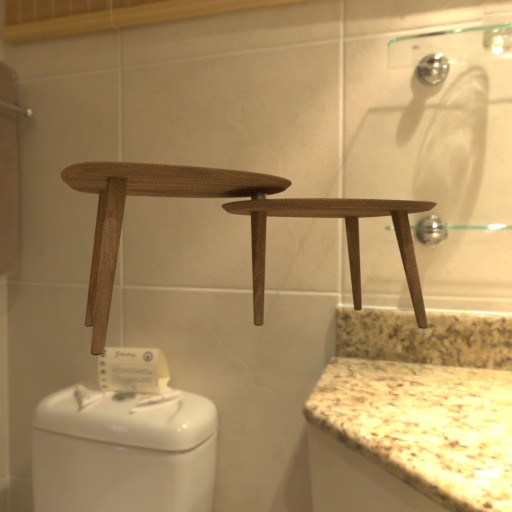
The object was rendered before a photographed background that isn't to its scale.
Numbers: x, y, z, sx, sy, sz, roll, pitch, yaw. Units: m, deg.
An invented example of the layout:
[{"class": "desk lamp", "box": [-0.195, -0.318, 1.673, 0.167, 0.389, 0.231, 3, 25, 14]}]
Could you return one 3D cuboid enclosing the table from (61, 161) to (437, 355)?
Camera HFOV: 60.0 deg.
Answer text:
[{"class": "table", "box": [0.000, 0.000, 1.347, 1.084, 0.429, 0.527, -1, 2, -20]}]
